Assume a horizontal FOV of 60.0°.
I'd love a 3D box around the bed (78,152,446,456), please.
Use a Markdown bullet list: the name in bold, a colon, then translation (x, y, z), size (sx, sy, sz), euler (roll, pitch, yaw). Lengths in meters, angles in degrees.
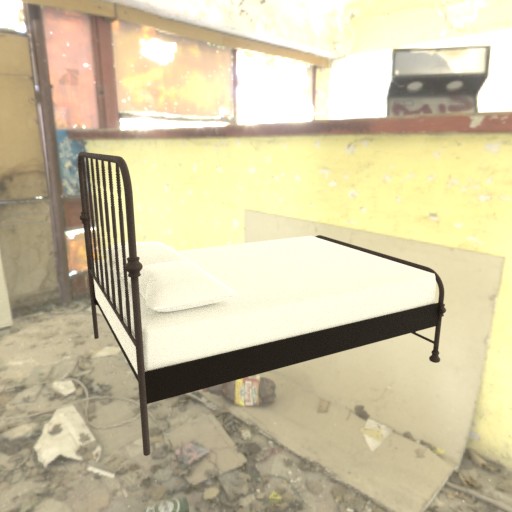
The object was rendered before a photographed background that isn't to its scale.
- **bed**: translation (0.000, 0.000, 3.164), size (2.134, 1.446, 1.616), euler (-7, 16, -27)
